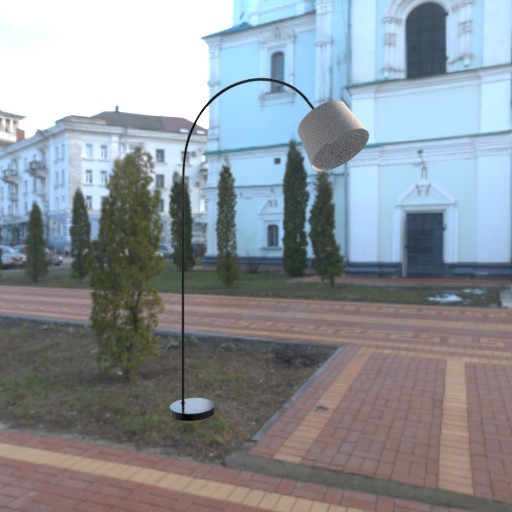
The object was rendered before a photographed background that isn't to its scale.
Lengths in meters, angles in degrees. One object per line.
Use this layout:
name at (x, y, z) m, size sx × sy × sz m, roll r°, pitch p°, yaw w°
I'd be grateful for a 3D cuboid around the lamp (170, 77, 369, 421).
lamp at (0.000, 0.000, 2.620) m, size 1.363 × 2.104 × 0.331 m, roll 1°, pitch 2°, yaw 37°
